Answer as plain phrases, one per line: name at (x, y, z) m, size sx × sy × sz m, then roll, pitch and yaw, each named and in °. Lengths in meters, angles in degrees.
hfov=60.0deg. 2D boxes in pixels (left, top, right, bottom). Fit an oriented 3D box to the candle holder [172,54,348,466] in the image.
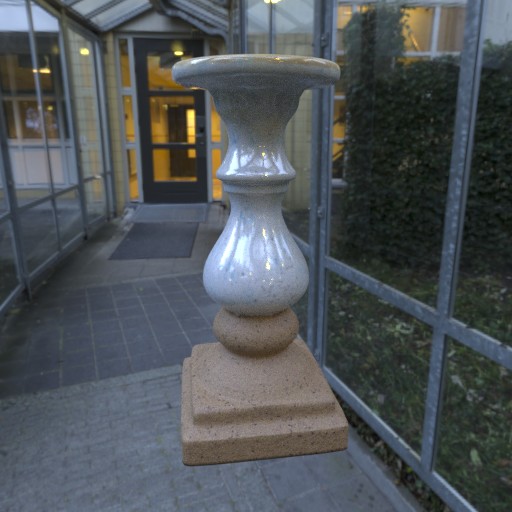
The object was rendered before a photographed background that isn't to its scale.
candle holder at (0.000, 0.000, 0.302) m, size 0.110 × 0.239 × 0.110 m, roll -2°, pitch 16°, yaw -8°
